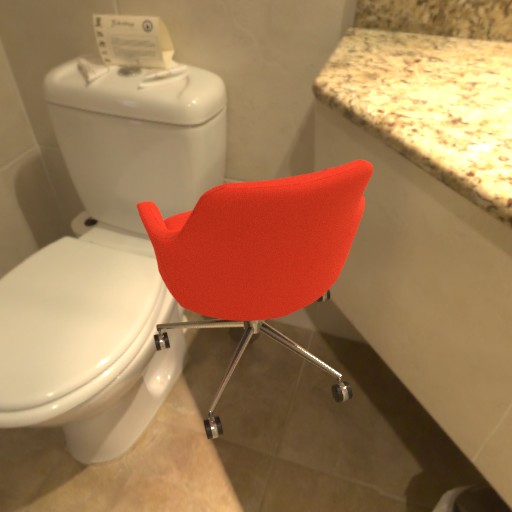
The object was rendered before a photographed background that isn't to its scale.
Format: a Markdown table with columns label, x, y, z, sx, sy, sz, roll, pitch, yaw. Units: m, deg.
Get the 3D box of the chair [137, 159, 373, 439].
| label | x | y | z | sx | sy | sz | roll | pitch | yaw |
| --- | --- | --- | --- | --- | --- | --- | --- | --- | --- |
| chair | 0.000 | 0.000 | 1.257 | 0.655 | 0.820 | 0.600 | -13 | 43 | -14 |
